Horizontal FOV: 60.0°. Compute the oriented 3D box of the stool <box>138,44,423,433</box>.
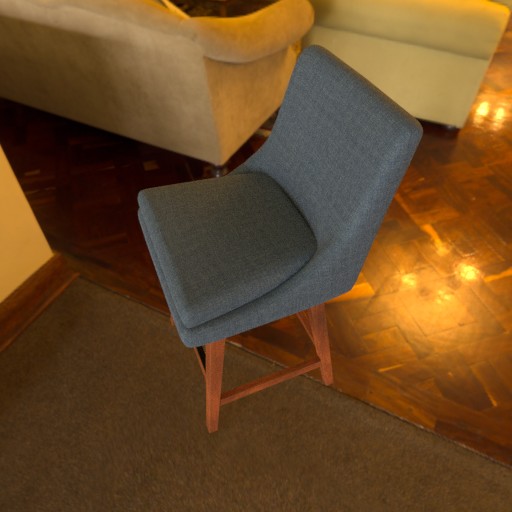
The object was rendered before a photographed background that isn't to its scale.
[{"bbox_3d":[0.000,0.000,1.185,0.524,0.895,0.467,-17,49,-15],"label":"stool"}]
